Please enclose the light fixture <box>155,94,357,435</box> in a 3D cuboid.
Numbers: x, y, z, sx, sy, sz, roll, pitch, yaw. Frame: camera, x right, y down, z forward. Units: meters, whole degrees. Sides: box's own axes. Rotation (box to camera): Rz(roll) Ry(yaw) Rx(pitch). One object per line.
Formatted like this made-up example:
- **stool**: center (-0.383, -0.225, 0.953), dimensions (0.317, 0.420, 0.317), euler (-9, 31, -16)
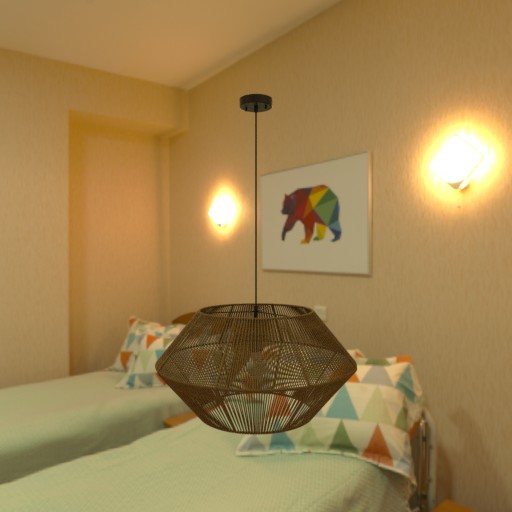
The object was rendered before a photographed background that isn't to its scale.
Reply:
- **light fixture**: center (0.000, 0.000, 1.434), dimensions (0.643, 1.009, 0.643), euler (0, 0, 0)
